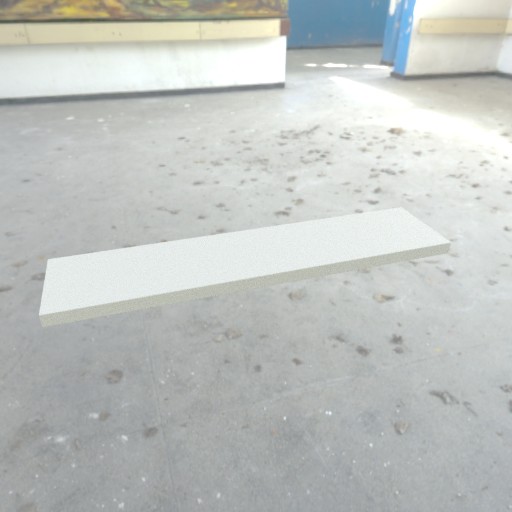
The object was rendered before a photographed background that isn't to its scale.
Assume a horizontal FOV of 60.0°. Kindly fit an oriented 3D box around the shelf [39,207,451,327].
[{"bbox_3d":[0.000,0.000,0.691,0.610,0.020,0.140,-9,32,-15],"label":"shelf"}]
